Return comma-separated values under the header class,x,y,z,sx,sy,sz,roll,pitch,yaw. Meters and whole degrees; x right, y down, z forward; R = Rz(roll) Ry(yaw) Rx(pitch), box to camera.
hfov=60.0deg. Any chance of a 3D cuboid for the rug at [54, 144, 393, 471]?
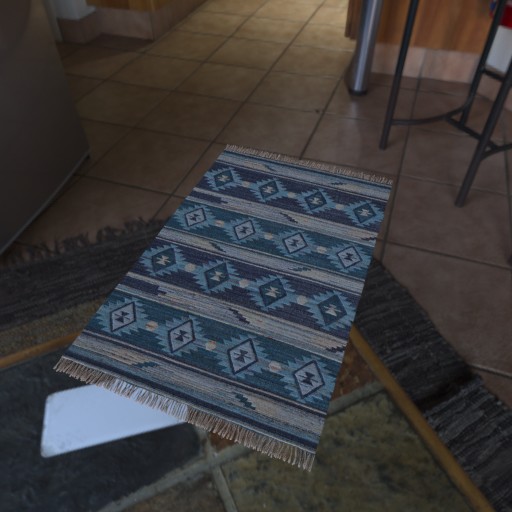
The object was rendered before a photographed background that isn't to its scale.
class,x,y,z,sx,sy,sz,roll,pitch,yaw
rug,0.000,0.000,2.415,1.181,0.028,1.936,16,48,15
